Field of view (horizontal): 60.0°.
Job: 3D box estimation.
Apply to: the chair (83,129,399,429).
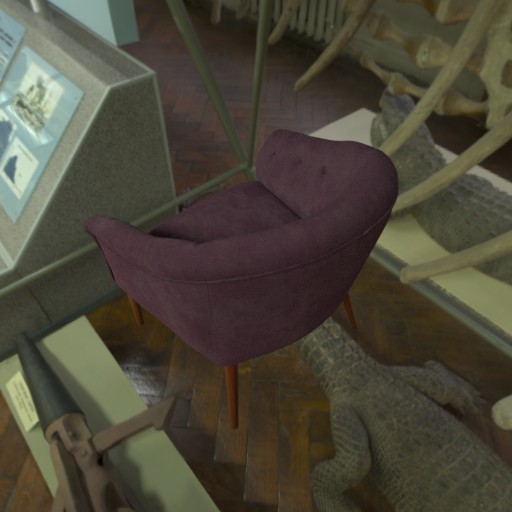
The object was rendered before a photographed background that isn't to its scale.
[{"bbox_3d":[0.000,0.000,1.513,0.851,0.885,0.776,-32,54,-27],"label":"chair"}]
